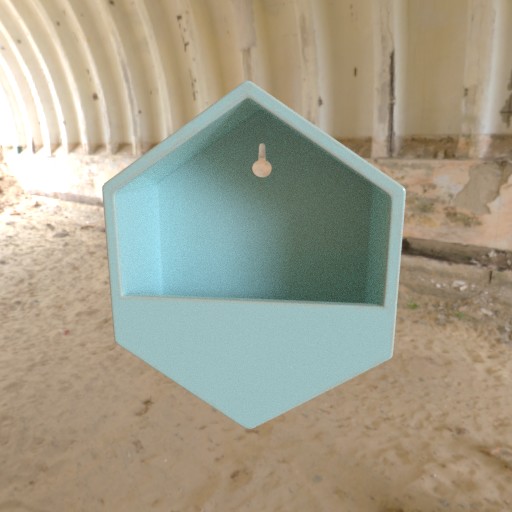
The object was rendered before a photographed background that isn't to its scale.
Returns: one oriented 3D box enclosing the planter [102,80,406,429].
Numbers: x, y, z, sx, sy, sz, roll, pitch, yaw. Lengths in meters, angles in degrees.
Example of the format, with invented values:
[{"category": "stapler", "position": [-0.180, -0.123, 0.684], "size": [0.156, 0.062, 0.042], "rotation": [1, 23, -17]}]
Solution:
[{"category": "planter", "position": [0.000, 0.000, 0.291], "size": [0.169, 0.207, 0.078], "rotation": [2, 14, 7]}]
